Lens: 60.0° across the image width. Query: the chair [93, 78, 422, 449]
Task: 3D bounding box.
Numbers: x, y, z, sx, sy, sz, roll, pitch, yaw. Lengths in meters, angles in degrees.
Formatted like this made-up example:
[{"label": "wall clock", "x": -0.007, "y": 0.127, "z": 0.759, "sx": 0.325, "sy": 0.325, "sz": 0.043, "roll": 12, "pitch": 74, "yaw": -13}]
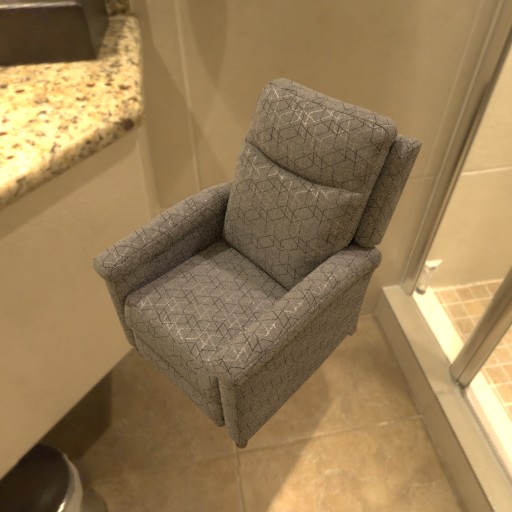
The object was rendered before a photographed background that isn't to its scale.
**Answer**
[{"label": "chair", "x": 0.000, "y": 0.000, "z": 1.737, "sx": 0.753, "sy": 1.048, "sz": 0.987, "roll": 33, "pitch": 54, "yaw": 28}]
